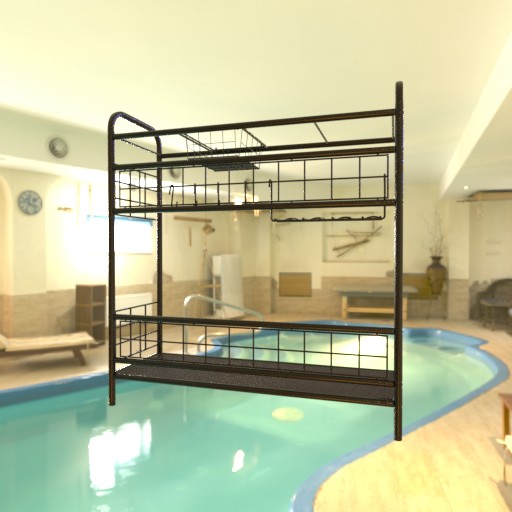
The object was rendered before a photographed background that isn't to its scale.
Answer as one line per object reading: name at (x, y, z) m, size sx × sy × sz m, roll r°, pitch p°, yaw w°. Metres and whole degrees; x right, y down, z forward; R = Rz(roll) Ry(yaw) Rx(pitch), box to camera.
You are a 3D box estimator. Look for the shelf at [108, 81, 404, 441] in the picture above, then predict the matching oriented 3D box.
shelf at (0.000, 0.000, 1.533) m, size 0.961 × 1.026 × 0.350 m, roll 0°, pitch 1°, yaw 17°
